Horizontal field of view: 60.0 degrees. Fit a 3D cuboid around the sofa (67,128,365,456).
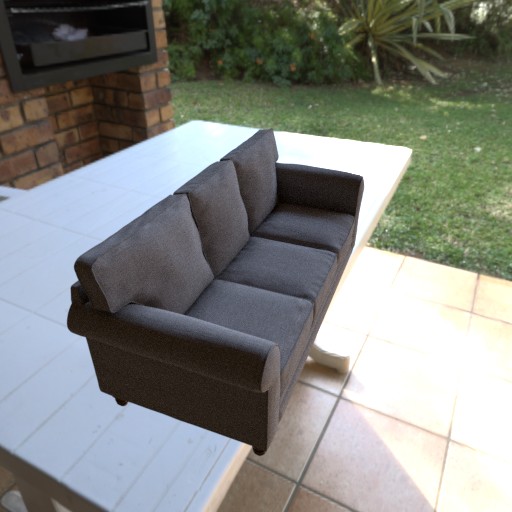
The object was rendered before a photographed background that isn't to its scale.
[{"bbox_3d":[0.000,0.000,2.618,0.916,0.961,2.084,12,33,19],"label":"sofa"}]
